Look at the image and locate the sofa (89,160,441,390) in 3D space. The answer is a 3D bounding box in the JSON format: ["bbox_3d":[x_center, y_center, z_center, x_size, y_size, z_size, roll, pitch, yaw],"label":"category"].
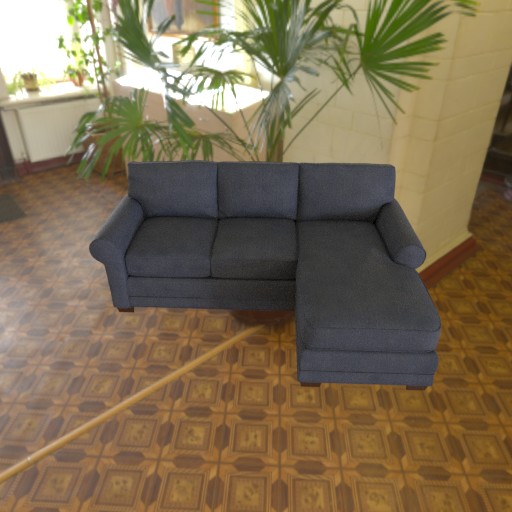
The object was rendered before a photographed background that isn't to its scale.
[{"bbox_3d":[0.000,0.000,3.495,2.567,1.063,1.780,1,31,2],"label":"sofa"}]
